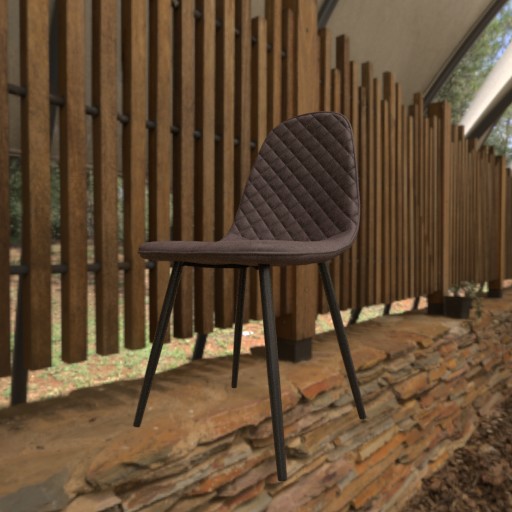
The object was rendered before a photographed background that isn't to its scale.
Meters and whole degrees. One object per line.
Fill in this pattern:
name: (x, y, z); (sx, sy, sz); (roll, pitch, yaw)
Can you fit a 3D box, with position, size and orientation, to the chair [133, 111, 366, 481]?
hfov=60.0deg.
chair: (0.000, 0.000, 1.188); (0.472, 0.889, 0.561); (1, 1, 36)
